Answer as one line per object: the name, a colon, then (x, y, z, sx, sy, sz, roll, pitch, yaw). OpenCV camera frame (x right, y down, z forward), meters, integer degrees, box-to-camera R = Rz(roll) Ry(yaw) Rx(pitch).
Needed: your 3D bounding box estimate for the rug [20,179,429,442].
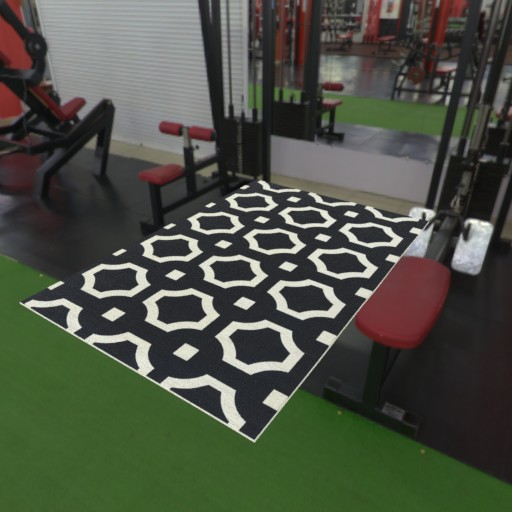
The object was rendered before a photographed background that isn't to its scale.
rug: (0.000, 0.000, 2.848, 1.555, 0.016, 2.286, 19, 35, 29)
